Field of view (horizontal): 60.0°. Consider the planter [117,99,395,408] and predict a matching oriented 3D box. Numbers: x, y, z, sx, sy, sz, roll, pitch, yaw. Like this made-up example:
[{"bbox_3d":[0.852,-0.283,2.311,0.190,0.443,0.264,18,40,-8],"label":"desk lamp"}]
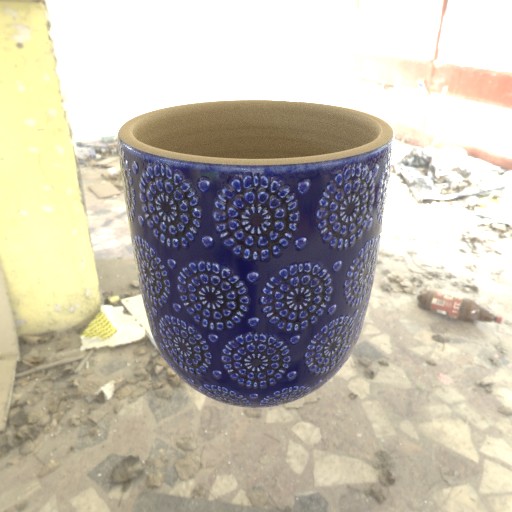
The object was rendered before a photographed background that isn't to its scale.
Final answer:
[{"bbox_3d":[0.000,0.000,0.349,0.184,0.206,0.184,0,29,0],"label":"planter"}]
